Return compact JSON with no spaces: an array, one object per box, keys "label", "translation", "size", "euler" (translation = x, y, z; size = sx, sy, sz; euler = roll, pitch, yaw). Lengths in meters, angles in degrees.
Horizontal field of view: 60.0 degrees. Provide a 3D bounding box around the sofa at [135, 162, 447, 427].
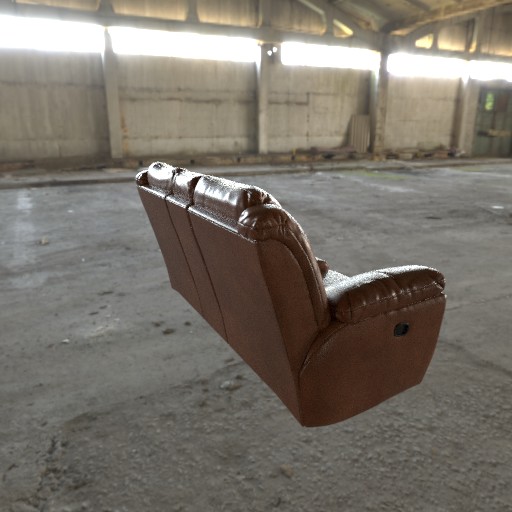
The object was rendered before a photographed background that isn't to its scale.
[{"label":"sofa","translation":[0.000,0.000,2.665],"size":[0.991,1.043,2.058],"euler":[-8,18,-26]}]
